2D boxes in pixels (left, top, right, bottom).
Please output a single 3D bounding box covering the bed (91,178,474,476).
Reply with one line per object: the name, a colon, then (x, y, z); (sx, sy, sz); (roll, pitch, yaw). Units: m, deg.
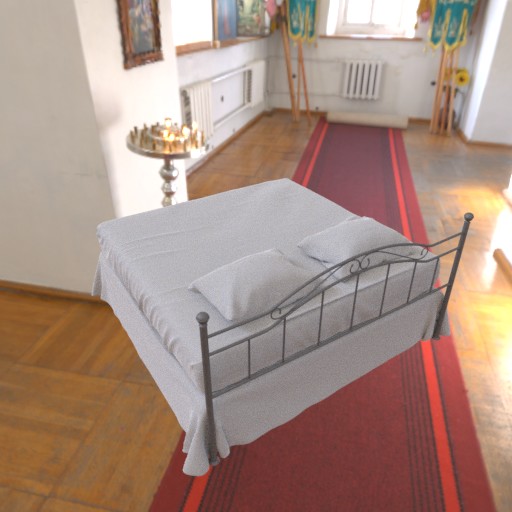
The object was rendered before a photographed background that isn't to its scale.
bed: (0.000, 0.000, 3.507); (2.309, 1.080, 2.220); (-18, 35, -28)
